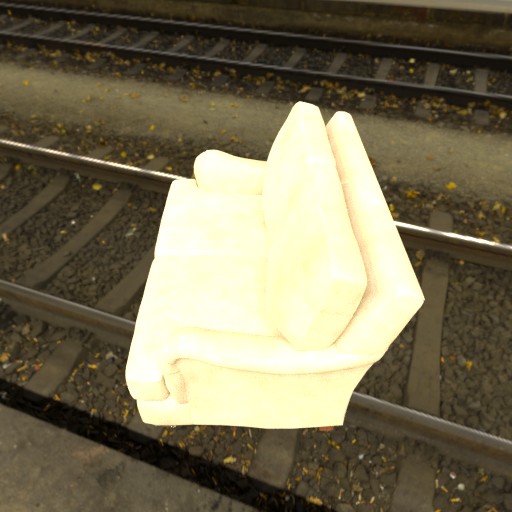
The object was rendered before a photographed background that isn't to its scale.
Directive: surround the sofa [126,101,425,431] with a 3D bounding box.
[{"bbox_3d":[0.000,0.000,2.252,1.086,1.087,1.498,0,42,0],"label":"sofa"}]
